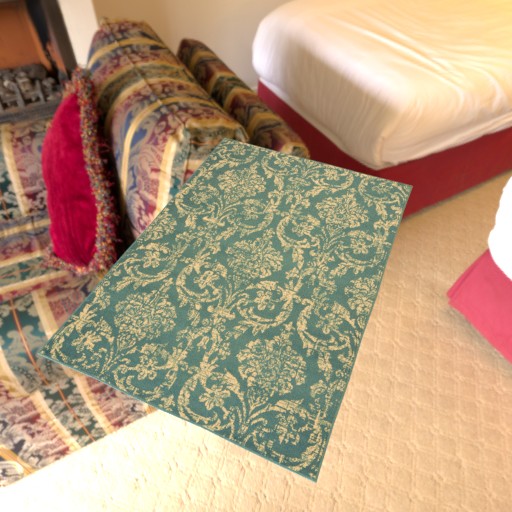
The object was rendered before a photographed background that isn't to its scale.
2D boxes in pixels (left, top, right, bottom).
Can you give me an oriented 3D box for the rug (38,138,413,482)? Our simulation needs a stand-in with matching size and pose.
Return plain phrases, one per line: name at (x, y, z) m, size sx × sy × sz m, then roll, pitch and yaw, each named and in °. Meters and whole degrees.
rug at (0.000, 0.000, 2.806) m, size 1.554 × 0.012 × 2.205 m, roll 18°, pitch 51°, yaw 16°
